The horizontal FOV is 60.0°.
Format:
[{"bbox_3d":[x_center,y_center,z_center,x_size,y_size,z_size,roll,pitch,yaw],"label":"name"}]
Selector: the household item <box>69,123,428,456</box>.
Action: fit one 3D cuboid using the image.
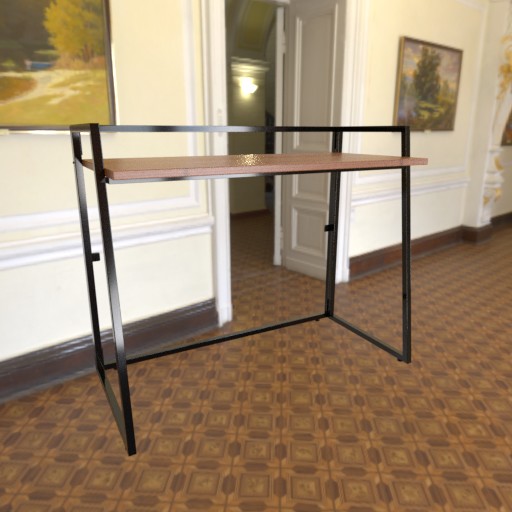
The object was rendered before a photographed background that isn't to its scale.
[{"bbox_3d":[0.000,0.000,1.518,1.050,0.860,0.510,-8,18,-27],"label":"household item"}]
